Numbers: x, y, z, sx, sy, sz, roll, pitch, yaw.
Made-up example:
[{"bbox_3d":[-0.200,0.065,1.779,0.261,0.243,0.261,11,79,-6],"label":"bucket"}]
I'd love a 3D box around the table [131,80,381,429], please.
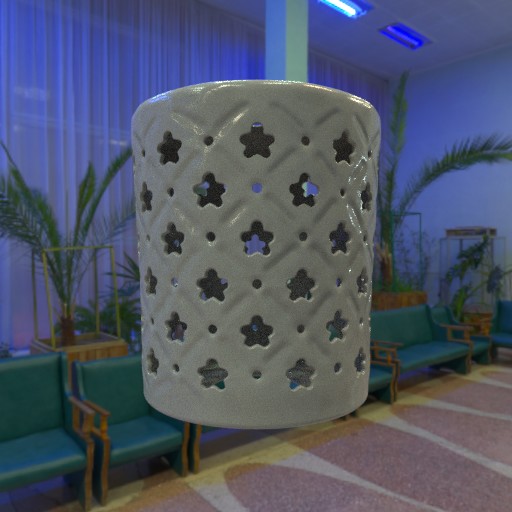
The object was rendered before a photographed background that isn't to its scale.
[{"bbox_3d":[0.000,0.000,0.645,0.352,0.387,0.352,0,0,0],"label":"table"}]
